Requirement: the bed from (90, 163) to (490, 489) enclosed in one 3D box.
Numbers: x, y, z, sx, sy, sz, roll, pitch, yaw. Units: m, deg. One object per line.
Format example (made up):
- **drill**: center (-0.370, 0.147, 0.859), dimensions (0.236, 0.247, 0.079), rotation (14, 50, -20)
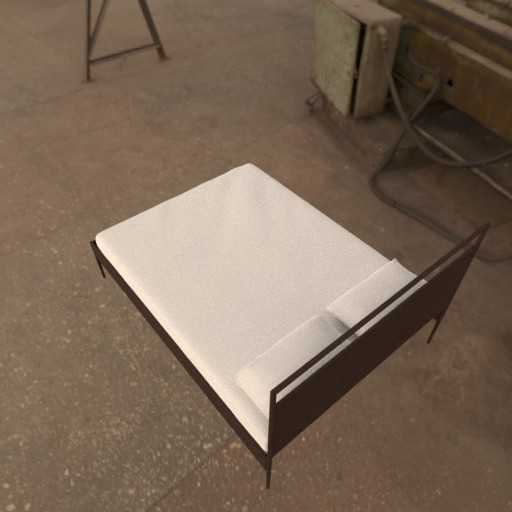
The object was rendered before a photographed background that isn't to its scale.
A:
- **bed**: center (0.000, 0.000, 3.053), dimensions (1.572, 1.173, 2.122), rotation (-31, 53, -26)
